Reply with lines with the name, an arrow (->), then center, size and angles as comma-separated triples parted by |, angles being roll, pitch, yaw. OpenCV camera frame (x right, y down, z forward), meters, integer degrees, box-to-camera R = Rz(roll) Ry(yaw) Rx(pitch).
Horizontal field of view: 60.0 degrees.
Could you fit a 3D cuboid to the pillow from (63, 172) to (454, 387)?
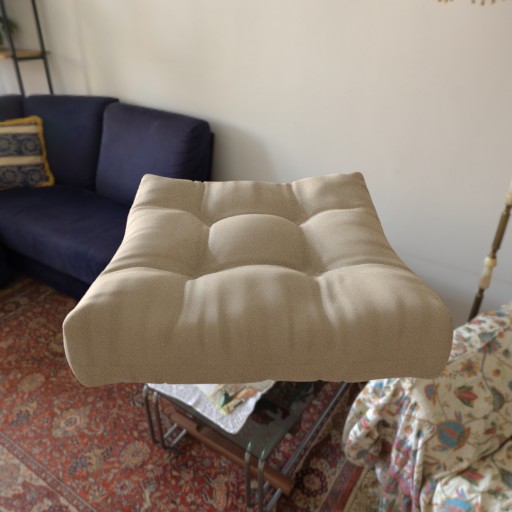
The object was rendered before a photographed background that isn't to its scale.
pillow -> 0.000, 0.000, 0.718 | 0.468, 0.128, 0.490 | -1, 30, -2
